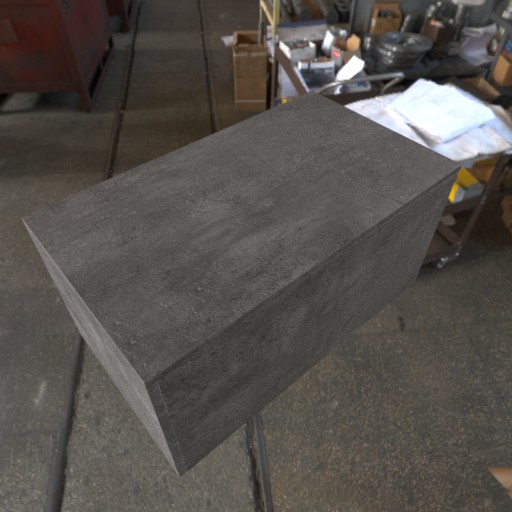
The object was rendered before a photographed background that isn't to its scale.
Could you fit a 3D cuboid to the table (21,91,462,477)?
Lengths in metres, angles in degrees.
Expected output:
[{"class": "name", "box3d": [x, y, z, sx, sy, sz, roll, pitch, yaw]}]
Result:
[{"class": "table", "box3d": [0.000, 0.000, 0.925, 0.700, 0.350, 0.400, -32, 54, -27]}]
